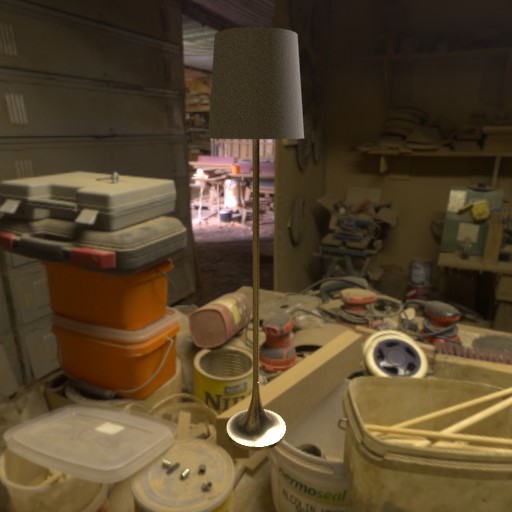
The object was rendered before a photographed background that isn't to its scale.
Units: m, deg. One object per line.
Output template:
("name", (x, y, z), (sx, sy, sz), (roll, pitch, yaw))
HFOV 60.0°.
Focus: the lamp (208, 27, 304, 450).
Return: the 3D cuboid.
("lamp", (0.000, 0.000, 1.682), (0.337, 1.543, 0.337), (0, 16, 0))
